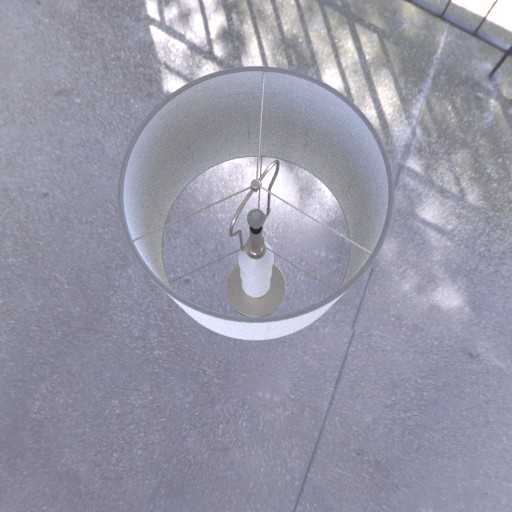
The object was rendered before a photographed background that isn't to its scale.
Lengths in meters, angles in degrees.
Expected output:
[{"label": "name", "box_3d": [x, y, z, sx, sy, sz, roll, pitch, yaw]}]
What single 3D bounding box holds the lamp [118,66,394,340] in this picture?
[{"label": "lamp", "box_3d": [0.000, 0.000, 0.717, 0.280, 0.559, 0.282, 32, 77, 8]}]
